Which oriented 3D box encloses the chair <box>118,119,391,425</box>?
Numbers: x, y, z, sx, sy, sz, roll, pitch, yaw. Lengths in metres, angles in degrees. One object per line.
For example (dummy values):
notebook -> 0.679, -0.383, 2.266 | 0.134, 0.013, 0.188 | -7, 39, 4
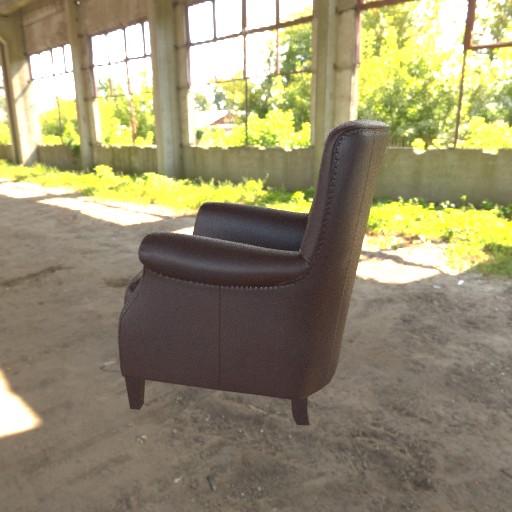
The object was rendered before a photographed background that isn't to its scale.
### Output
chair -> 0.000, 0.000, 1.380 | 0.746, 0.800, 0.700 | 2, 15, 8
